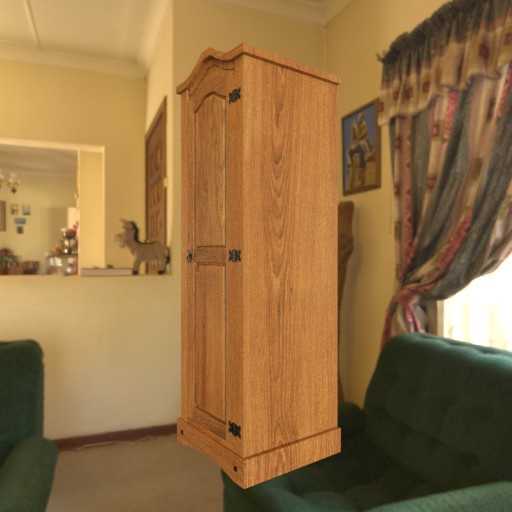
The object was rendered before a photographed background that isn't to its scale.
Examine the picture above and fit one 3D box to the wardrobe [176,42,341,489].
[{"bbox_3d":[0.000,0.000,2.180,0.570,1.870,0.590,0,0,-37],"label":"wardrobe"}]
